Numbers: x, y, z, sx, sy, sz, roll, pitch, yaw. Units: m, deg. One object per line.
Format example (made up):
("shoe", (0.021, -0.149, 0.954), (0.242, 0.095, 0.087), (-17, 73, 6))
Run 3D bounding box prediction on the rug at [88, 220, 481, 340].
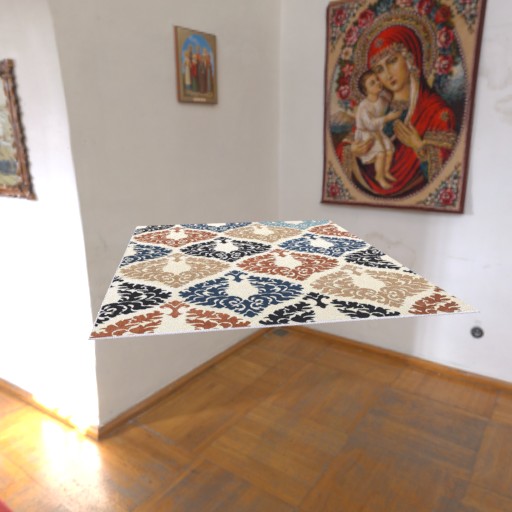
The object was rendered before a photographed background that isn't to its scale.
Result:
("rug", (0.000, 0.000, 4.090), (2.423, 0.014, 3.040), (-3, 16, -9))
